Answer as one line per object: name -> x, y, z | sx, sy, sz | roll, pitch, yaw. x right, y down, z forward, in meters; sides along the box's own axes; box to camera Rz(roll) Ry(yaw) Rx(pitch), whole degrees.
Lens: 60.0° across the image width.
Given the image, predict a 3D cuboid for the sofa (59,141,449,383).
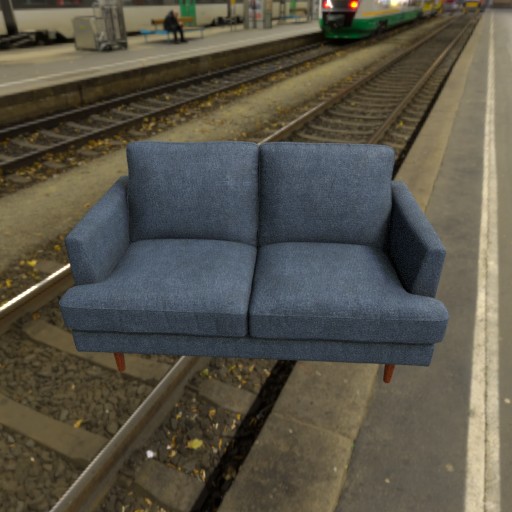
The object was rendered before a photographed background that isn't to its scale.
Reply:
sofa -> 0.000, 0.000, 2.135 | 1.582, 0.944, 0.903 | 2, 30, 3
